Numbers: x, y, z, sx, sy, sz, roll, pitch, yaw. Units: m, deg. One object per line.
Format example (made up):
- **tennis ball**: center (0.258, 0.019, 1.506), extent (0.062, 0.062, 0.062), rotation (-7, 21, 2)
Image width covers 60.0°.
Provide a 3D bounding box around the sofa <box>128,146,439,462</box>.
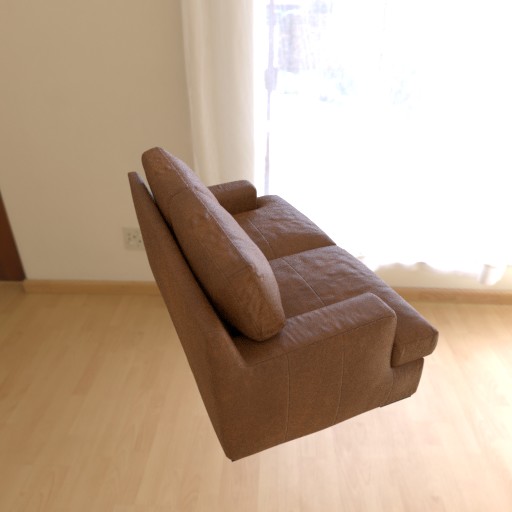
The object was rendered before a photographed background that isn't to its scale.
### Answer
- **sofa**: center (0.000, 0.000, 2.580), extent (1.144, 0.966, 1.880), rotation (-12, 32, -19)
